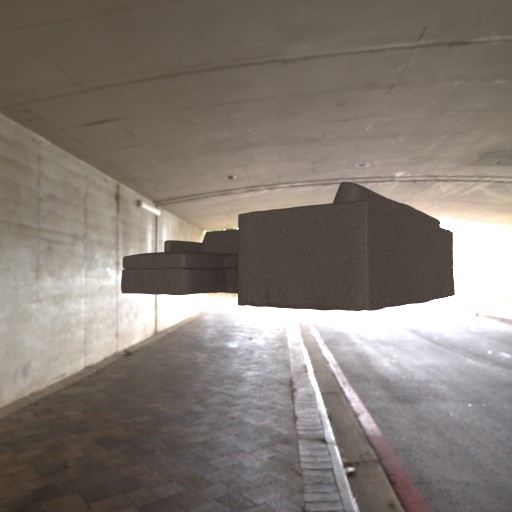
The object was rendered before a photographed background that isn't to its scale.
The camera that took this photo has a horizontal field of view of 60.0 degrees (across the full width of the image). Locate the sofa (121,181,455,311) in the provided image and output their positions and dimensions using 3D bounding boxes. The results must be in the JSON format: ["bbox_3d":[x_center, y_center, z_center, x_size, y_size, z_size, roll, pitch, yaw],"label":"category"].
[{"bbox_3d":[0.000,0.000,4.729,3.528,0.878,2.476,-2,-3,36],"label":"sofa"}]
